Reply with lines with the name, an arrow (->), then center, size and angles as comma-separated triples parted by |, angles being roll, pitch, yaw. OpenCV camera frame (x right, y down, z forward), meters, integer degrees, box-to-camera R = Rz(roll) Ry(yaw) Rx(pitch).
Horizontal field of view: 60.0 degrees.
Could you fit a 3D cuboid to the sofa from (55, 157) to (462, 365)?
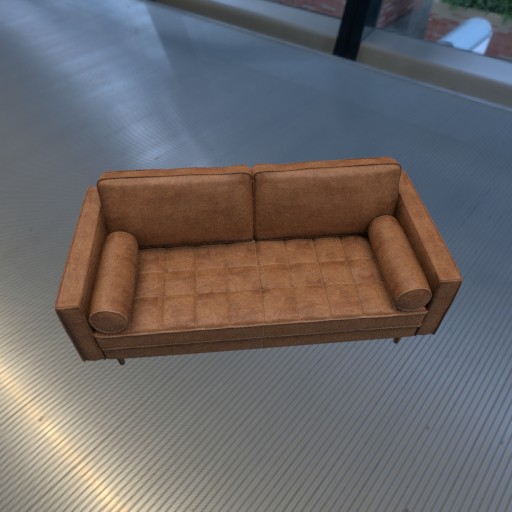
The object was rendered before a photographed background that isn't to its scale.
sofa -> 0.000, 0.000, 2.483 | 1.920, 0.825, 0.924 | -4, 47, -4
